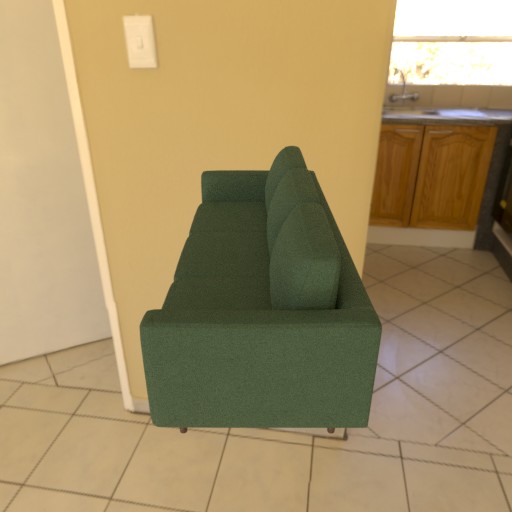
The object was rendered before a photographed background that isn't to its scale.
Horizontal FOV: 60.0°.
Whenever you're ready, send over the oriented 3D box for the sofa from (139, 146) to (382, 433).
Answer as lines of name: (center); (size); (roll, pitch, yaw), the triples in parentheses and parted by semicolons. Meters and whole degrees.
sofa: (0.000, 0.000, 2.532); (0.879, 0.899, 2.029); (0, 26, 0)
